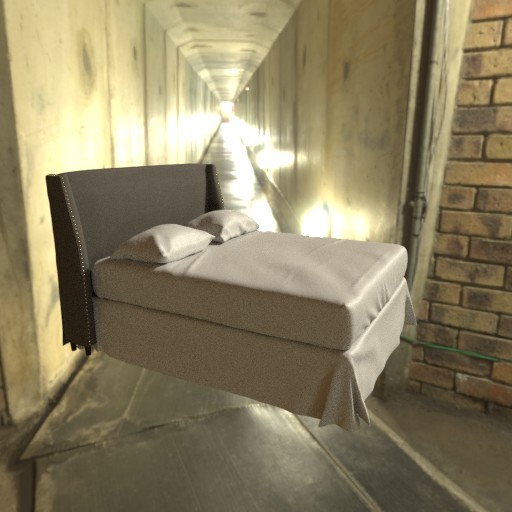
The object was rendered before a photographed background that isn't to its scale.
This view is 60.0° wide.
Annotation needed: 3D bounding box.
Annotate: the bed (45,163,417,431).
[{"bbox_3d":[0.000,0.000,3.461,2.276,1.332,1.925,8,16,27],"label":"bed"}]
